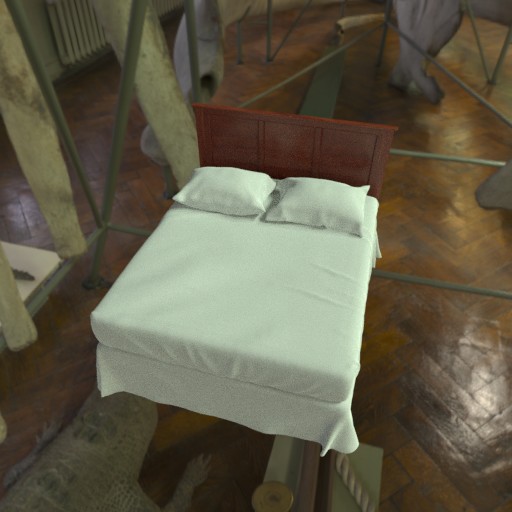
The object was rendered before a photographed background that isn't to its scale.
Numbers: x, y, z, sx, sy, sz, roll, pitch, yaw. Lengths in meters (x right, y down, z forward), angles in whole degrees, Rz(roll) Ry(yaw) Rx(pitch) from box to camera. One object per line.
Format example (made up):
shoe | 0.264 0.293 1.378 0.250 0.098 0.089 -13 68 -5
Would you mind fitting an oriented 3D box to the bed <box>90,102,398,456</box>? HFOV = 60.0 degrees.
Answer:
bed | 0.000 0.000 3.193 1.870 1.270 2.050 11 43 12
